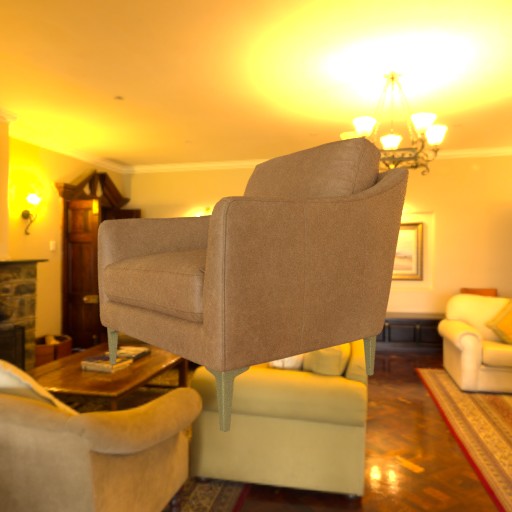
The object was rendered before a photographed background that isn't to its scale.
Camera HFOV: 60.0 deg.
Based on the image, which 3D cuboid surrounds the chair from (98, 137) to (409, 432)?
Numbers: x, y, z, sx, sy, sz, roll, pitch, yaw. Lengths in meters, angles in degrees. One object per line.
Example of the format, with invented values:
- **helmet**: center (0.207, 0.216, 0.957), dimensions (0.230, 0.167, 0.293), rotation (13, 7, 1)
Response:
- **chair**: center (0.000, 0.000, 1.735), dimensions (0.963, 0.895, 0.988), rotation (0, 0, -36)
